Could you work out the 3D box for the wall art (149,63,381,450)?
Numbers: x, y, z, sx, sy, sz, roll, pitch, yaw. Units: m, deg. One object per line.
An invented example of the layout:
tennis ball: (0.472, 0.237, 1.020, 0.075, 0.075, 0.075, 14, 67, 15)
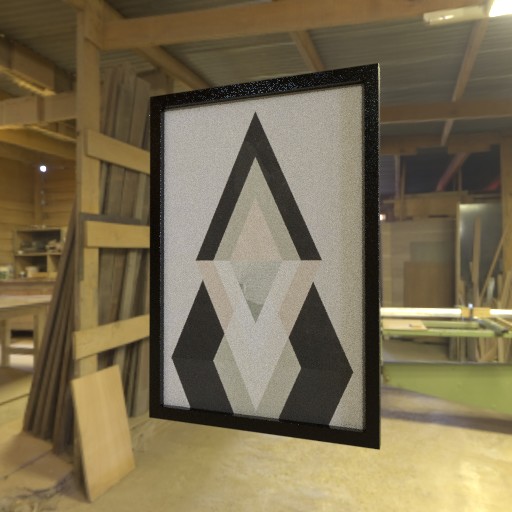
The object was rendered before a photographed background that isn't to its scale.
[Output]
wall art: (0.000, 0.000, 0.583, 0.314, 0.455, 0.019, 0, -1, 20)
